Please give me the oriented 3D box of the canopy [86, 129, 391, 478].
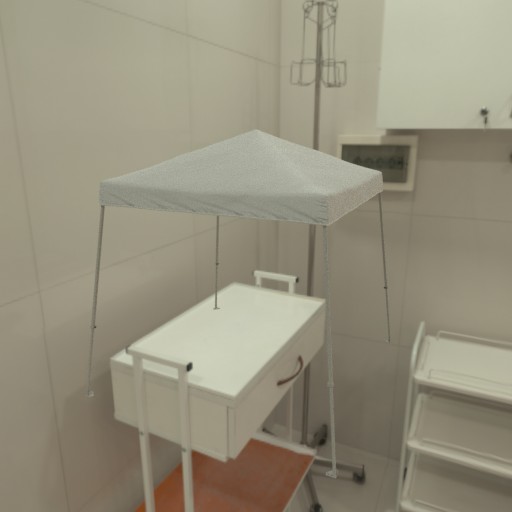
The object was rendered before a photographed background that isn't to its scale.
[{"bbox_3d":[0.000,0.000,5.194,2.848,2.849,2.849,7,17,24],"label":"canopy"}]
